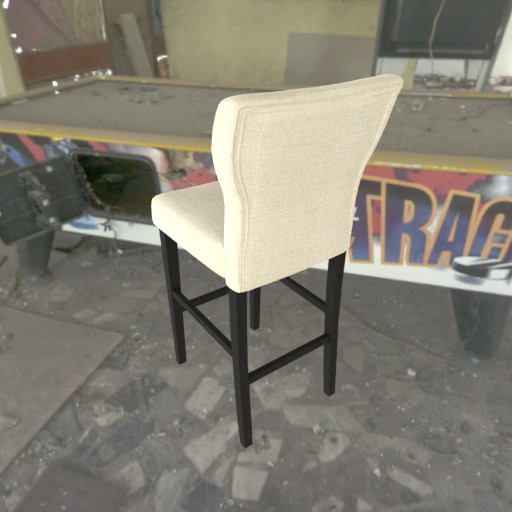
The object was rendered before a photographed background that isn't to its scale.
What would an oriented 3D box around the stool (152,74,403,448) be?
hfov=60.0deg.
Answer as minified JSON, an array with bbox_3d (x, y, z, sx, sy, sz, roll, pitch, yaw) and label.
[{"bbox_3d":[0.000,0.000,1.439,0.516,1.124,0.603,-20,35,-30],"label":"stool"}]
